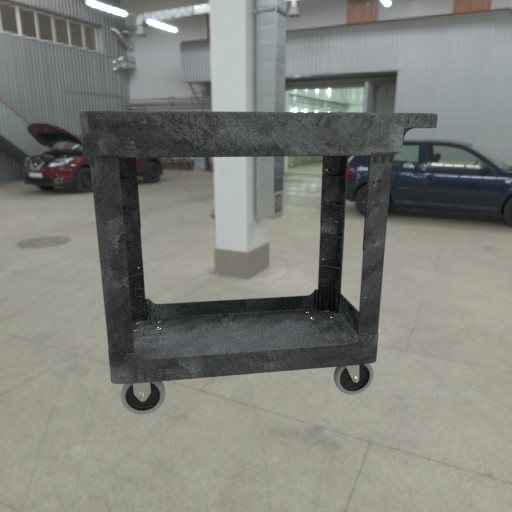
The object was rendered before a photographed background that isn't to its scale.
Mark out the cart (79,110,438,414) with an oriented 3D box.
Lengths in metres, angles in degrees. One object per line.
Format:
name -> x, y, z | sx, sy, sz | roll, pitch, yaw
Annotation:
cart -> 0.000, 0.000, 1.358 | 0.877, 0.824, 0.420 | -2, 16, -9
